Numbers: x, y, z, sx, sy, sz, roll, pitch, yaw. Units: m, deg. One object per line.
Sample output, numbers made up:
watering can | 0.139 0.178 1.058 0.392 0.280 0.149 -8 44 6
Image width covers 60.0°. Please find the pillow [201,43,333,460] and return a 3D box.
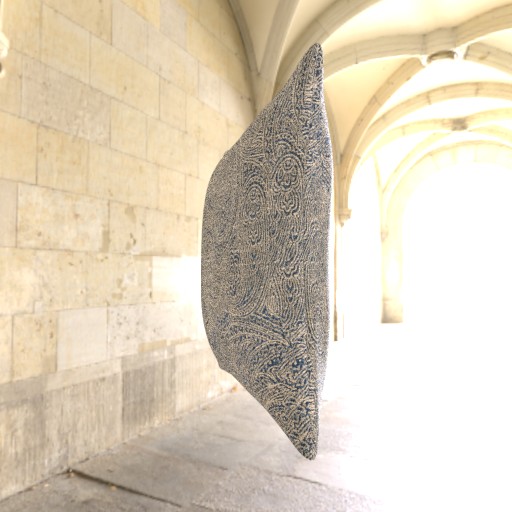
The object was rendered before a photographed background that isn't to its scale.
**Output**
pillow | 0.000 0.000 0.787 0.166 0.510 0.523 1 -2 -16
